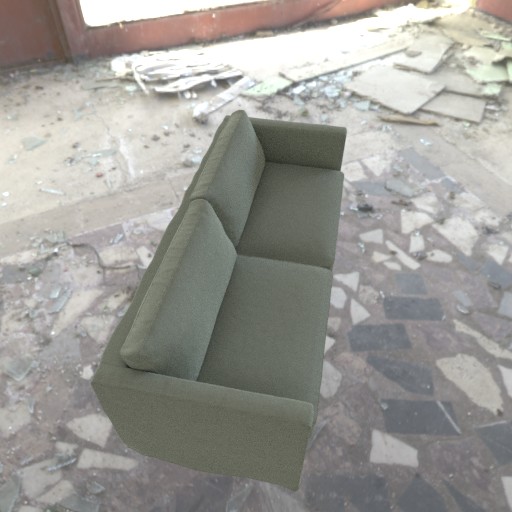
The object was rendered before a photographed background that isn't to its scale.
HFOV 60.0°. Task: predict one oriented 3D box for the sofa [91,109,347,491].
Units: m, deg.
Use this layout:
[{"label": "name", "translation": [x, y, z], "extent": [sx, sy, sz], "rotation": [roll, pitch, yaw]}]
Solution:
[{"label": "sofa", "translation": [0.000, 0.000, 2.740], "extent": [0.962, 0.853, 2.312], "rotation": [8, 47, 8]}]
